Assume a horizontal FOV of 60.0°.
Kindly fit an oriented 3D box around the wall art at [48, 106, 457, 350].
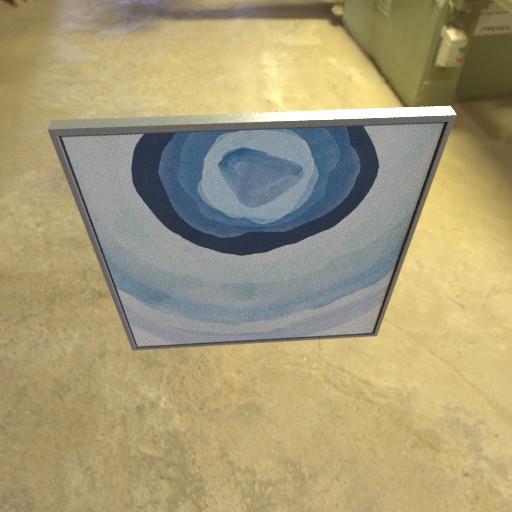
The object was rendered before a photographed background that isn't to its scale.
[{"bbox_3d":[0.000,0.000,1.180,0.809,0.807,0.038,-3,47,-3],"label":"wall art"}]
